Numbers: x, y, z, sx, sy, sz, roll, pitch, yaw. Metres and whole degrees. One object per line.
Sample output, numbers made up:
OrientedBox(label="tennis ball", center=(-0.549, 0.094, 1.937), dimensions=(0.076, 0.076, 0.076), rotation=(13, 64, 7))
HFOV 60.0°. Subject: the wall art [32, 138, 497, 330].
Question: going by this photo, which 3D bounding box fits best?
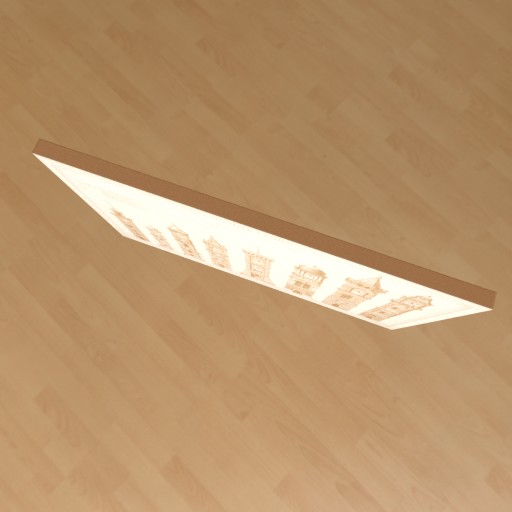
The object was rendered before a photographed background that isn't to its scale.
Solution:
OrientedBox(label="wall art", center=(0.000, 0.000, 1.130), dimensions=(0.915, 0.608, 0.033), rotation=(19, 78, 4))
